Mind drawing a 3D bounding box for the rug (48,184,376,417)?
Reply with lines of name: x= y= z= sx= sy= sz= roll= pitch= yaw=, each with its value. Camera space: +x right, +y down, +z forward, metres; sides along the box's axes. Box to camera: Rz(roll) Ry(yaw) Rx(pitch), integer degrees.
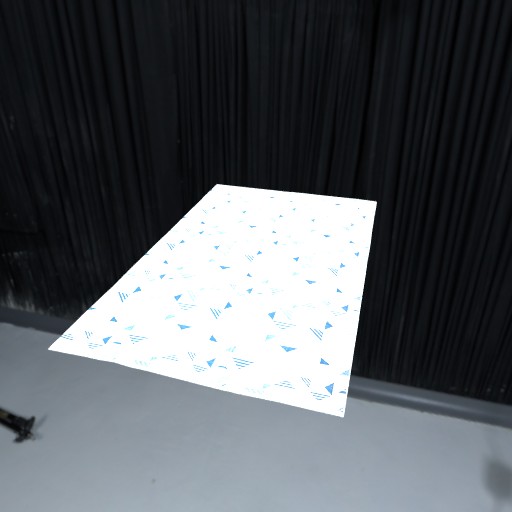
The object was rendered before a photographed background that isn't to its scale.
rug: x=0.000 y=0.000 z=3.115 sx=1.512 sy=0.009 sz=2.457 roll=8 pitch=31 yaw=14
